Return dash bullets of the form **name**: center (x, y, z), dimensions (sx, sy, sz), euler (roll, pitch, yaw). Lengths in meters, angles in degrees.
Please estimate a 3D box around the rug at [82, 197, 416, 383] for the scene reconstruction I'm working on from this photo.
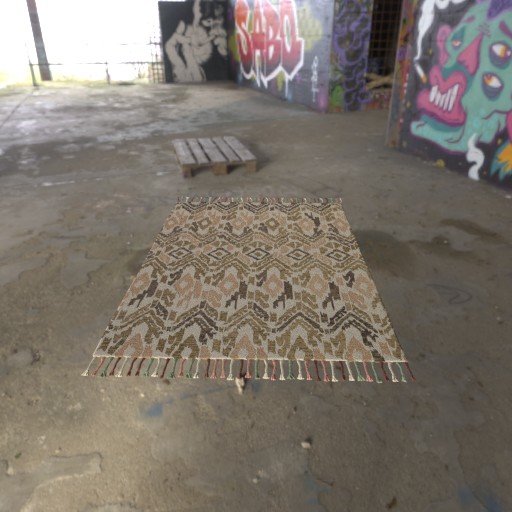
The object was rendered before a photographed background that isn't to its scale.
- **rug**: center (0.000, 0.000, 3.030), dimensions (1.524, 0.008, 2.438), euler (1, 27, 1)
